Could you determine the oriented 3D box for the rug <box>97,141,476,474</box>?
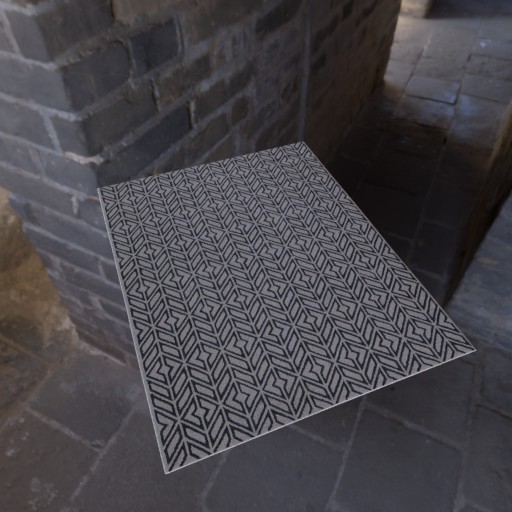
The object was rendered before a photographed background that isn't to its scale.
[{"bbox_3d":[0.000,0.000,4.040,2.421,0.008,3.045,-16,49,-14],"label":"rug"}]
